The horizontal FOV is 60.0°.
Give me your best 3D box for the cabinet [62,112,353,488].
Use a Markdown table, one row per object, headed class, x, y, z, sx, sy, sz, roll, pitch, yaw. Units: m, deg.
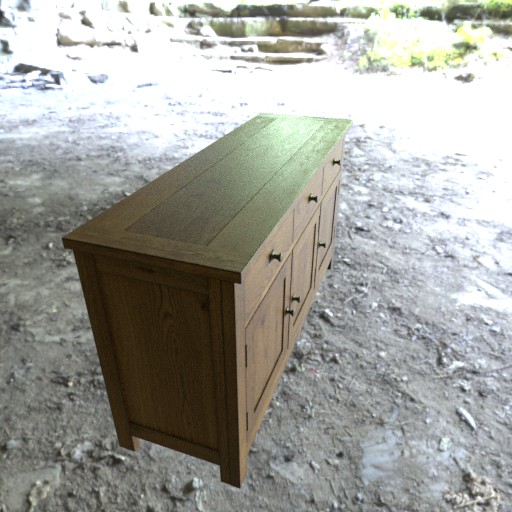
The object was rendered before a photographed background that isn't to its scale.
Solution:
| class | x | y | z | sx | sy | sz | roll | pitch | yaw |
| --- | --- | --- | --- | --- | --- | --- | --- | --- | --- |
| cabinet | 0.000 | 0.000 | 1.818 | 0.480 | 0.813 | 1.474 | 10 | 32 | 17 |
